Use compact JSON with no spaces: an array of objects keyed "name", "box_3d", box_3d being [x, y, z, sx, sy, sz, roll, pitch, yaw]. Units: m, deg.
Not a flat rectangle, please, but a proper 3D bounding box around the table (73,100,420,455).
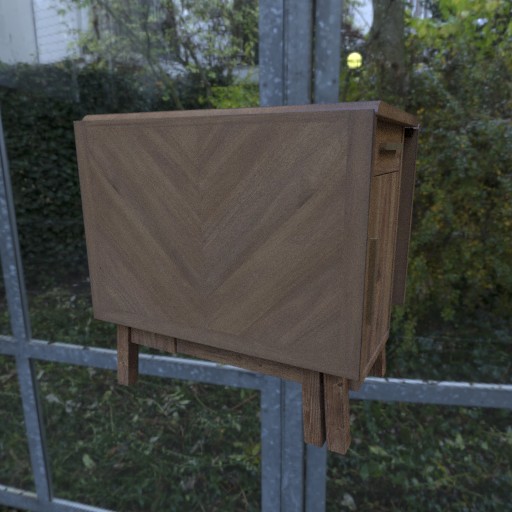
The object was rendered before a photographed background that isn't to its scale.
[{"name":"table","box_3d":[0.000,0.000,1.625,0.967,0.981,0.701,7,15,27]}]
